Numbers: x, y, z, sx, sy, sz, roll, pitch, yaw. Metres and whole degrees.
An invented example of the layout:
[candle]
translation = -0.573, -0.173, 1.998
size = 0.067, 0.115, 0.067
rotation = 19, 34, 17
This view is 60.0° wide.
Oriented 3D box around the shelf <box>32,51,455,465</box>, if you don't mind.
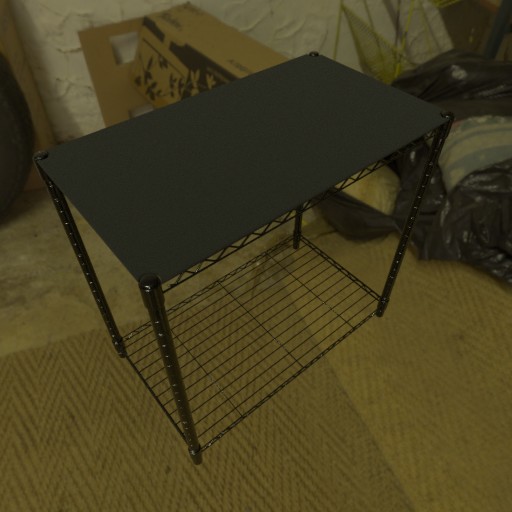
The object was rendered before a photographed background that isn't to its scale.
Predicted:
[shelf]
translation = 0.000, 0.000, 0.897
size = 0.589, 0.564, 0.338
rotation = -31, 54, -26
